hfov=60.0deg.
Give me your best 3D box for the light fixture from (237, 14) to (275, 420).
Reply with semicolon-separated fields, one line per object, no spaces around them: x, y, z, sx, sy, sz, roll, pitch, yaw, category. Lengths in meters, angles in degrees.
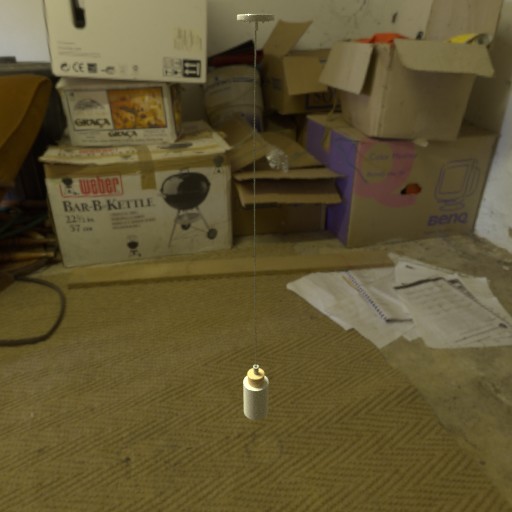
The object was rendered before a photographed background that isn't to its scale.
0.000;0.000;1.880;0.125;1.798;0.125;-19;33;-33;light fixture
